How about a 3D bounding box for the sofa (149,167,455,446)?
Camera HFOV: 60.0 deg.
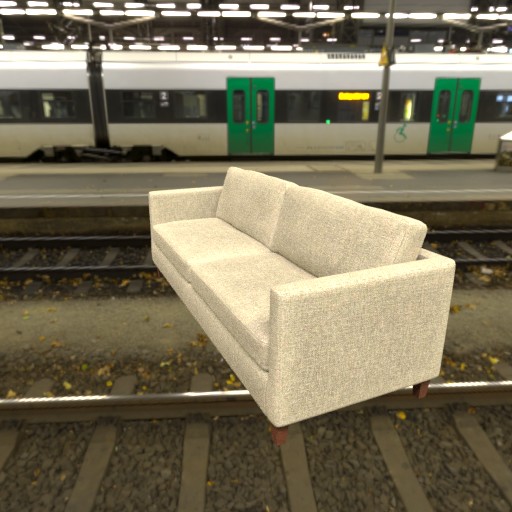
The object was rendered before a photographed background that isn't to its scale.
[{"bbox_3d":[0.000,0.000,2.960,0.948,0.951,2.434,-8,20,-23],"label":"sofa"}]
